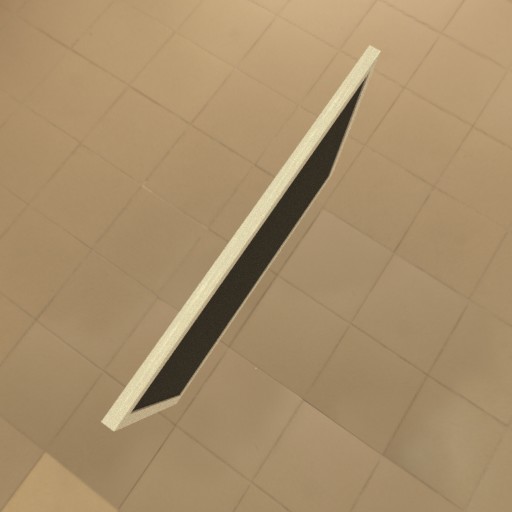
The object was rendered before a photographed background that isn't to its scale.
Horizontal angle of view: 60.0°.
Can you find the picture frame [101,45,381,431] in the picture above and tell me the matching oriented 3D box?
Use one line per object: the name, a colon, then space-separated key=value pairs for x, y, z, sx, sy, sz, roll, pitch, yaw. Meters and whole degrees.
picture frame: x=0.000 y=0.000 z=1.195 sx=0.029 sy=0.640 sz=0.950 roll=33 pitch=78 yaw=8
